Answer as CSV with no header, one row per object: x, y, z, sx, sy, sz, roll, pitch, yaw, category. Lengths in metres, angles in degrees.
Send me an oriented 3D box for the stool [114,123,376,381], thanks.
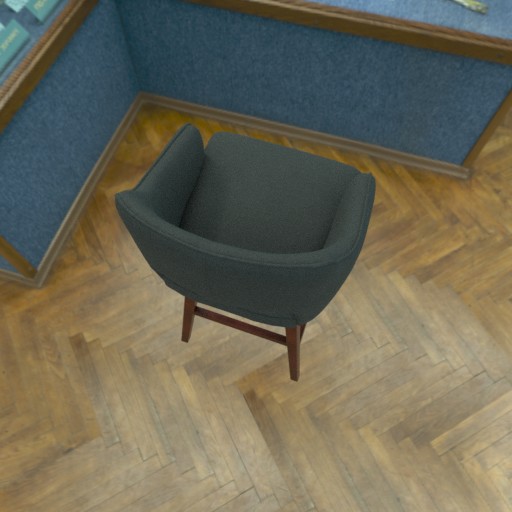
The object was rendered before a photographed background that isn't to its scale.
0.000,0.000,1.330,0.548,1.012,0.558,17,65,9,stool
